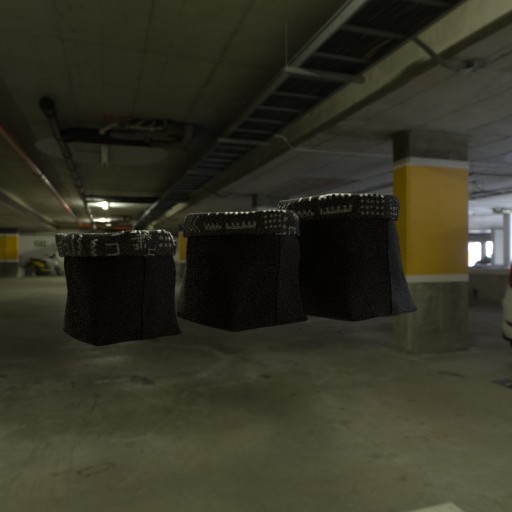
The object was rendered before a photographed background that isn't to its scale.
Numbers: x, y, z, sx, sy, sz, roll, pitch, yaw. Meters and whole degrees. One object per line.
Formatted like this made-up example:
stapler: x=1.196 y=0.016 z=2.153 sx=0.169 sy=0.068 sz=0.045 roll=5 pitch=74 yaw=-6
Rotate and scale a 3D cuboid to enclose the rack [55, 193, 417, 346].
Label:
rack: x=0.000 y=0.000 z=1.109 sx=0.905 sy=0.323 sz=0.379 roll=0 pitch=0 yaw=-37
